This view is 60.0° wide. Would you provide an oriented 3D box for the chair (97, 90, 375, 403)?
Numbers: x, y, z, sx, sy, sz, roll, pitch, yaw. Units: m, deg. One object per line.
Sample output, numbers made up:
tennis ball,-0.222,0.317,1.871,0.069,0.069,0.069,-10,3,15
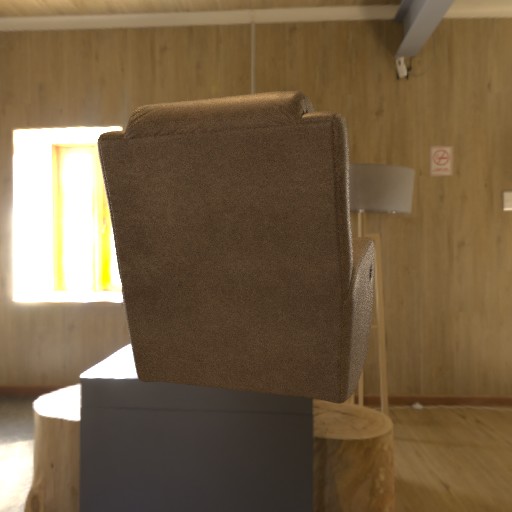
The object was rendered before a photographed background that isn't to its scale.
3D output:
chair,0.000,0.000,1.958,0.965,1.116,1.068,0,2,18
